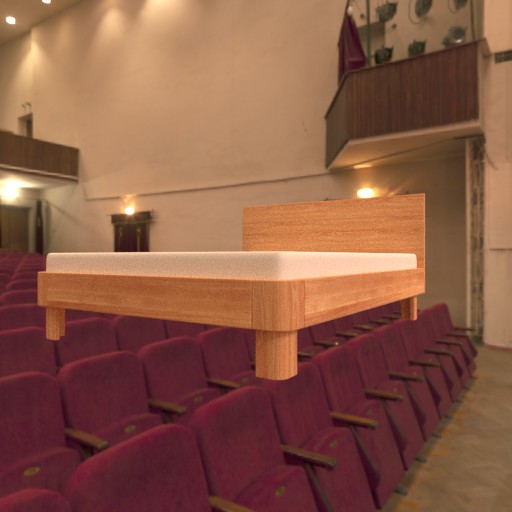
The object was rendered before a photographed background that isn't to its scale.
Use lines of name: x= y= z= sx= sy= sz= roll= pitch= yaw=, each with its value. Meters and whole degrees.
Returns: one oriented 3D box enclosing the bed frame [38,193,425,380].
bed frame: x=0.000 y=0.000 z=2.926 sx=1.660 sy=0.940 sz=2.092 roll=0 pitch=0 yaw=34
